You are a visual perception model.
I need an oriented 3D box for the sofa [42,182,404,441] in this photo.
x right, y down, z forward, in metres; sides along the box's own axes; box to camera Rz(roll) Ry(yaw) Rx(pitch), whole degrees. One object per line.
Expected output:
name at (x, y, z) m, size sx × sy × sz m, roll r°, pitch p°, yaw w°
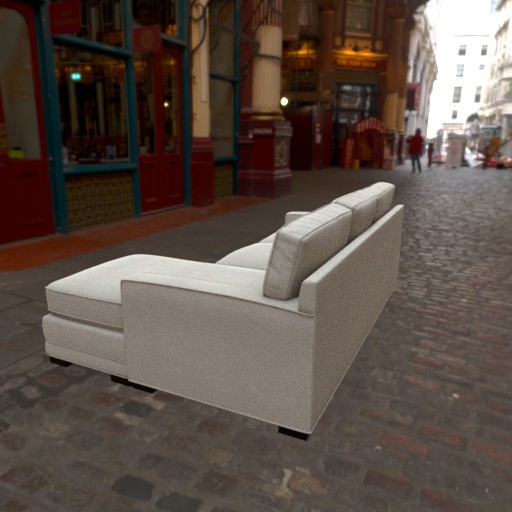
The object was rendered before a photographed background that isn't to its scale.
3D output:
sofa at (0.000, 0.000, 2.848) m, size 1.496 × 0.861 × 2.087 m, roll 7°, pitch 17°, yaw 25°
